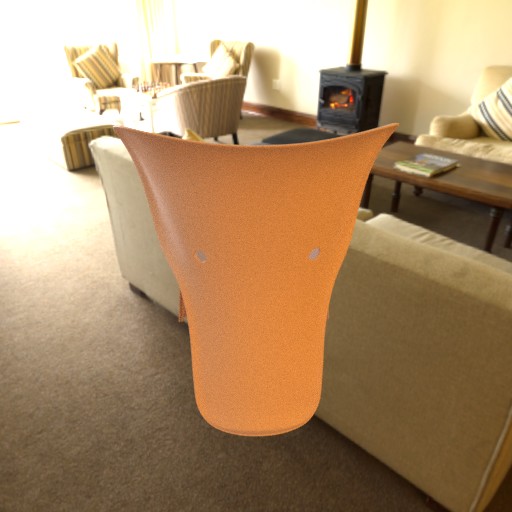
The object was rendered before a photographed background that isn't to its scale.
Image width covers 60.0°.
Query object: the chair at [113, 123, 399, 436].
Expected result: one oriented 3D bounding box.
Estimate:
[{"bbox_3d":[0.000,0.000,0.852,0.451,0.554,0.402,-1,30,-2],"label":"chair"}]
